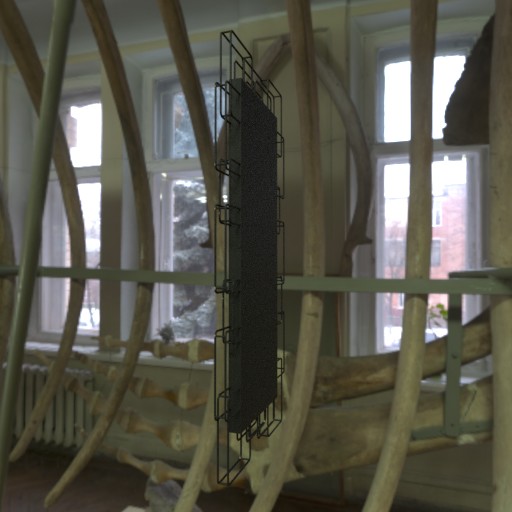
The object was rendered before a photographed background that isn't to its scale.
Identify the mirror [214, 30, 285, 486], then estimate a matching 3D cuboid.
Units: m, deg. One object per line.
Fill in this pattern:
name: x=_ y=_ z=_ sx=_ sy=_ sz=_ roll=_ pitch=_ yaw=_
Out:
mirror: x=0.000 y=0.000 z=1.395 sx=0.037 sy=1.192 sz=0.565 roll=0 pitch=-1 yaw=19
